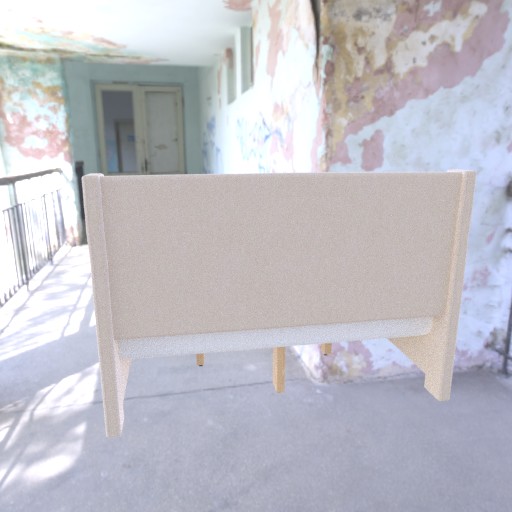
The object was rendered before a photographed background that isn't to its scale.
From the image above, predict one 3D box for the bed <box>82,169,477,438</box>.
[{"bbox_3d":[0.000,0.000,3.599,2.145,1.471,2.293,-3,14,-10],"label":"bed"}]
